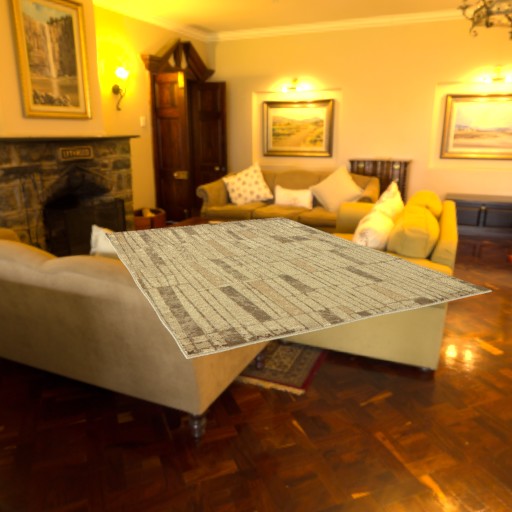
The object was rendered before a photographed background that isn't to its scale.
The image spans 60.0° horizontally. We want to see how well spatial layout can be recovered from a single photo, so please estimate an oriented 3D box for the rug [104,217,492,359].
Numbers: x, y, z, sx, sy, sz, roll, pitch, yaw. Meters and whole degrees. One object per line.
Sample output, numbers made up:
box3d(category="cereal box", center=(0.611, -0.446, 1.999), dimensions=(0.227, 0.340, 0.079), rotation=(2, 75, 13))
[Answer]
box3d(category="rug", center=(0.000, 0.000, 4.368), dimensions=(2.449, 0.019, 3.357), rotation=(-7, 17, -25))
